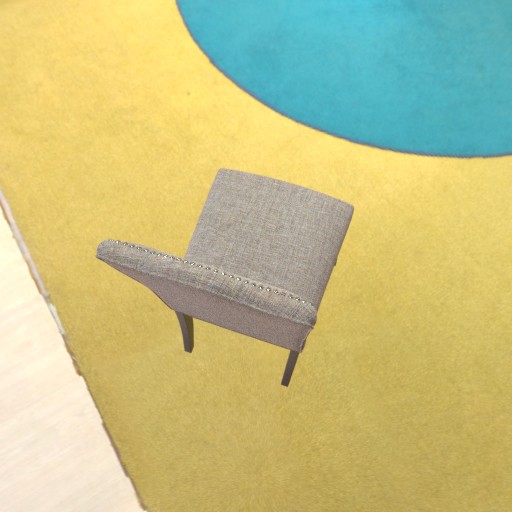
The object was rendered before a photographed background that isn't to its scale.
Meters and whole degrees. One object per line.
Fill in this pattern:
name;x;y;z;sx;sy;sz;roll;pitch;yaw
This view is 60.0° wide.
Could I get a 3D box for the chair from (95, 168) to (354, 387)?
chair;0.000;0.000;1.362;0.513;1.016;0.660;17;65;8
